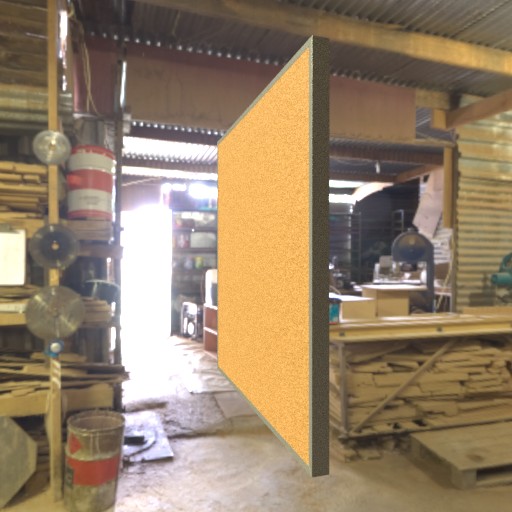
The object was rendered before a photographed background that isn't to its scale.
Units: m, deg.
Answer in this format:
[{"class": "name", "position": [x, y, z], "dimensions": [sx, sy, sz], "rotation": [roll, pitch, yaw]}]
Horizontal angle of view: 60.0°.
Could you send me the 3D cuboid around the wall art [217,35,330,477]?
[{"class": "wall art", "position": [0.000, 0.000, 1.200], "dimensions": [0.038, 0.807, 0.809], "rotation": [0, 0, -17]}]
